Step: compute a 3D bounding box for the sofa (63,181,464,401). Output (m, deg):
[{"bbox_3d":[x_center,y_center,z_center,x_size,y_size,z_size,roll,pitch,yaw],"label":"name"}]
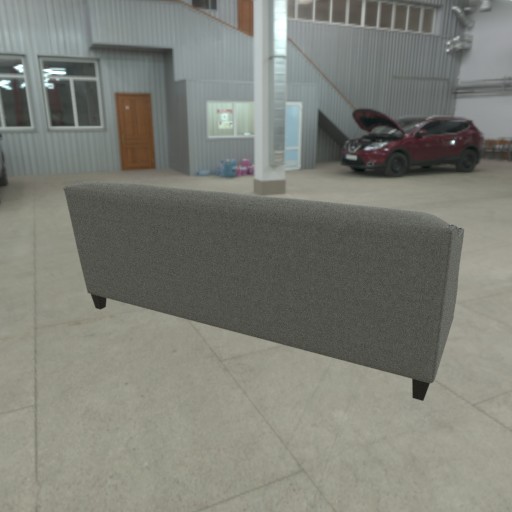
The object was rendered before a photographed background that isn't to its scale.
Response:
[{"bbox_3d":[0.000,0.000,2.715,2.235,0.901,0.914,9,20,28],"label":"sofa"}]
